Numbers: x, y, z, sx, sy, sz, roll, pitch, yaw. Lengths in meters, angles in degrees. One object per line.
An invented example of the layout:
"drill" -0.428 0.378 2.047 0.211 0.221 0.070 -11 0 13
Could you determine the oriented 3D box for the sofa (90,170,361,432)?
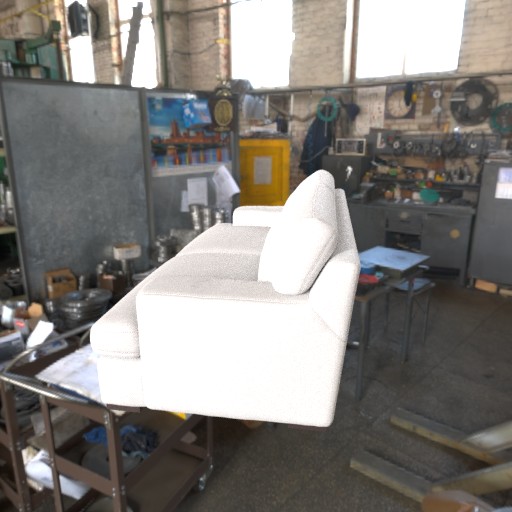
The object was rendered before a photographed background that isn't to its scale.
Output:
"sofa" 0.000 0.000 2.830 1.143 0.940 2.261 3 16 9
